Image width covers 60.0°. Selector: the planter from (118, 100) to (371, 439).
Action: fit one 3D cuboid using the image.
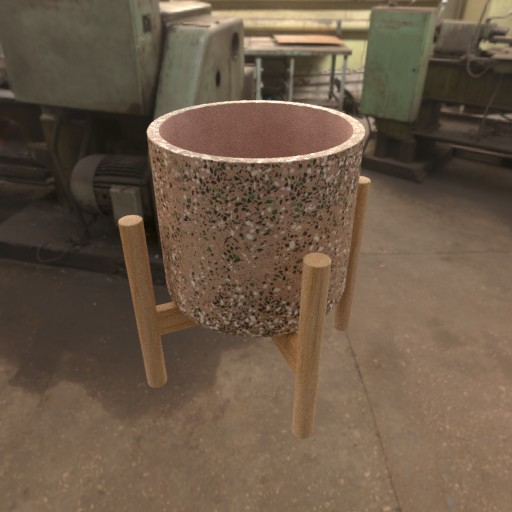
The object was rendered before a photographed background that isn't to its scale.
[{"bbox_3d":[0.000,0.000,0.545,0.284,0.320,0.284,0,32,0],"label":"planter"}]
